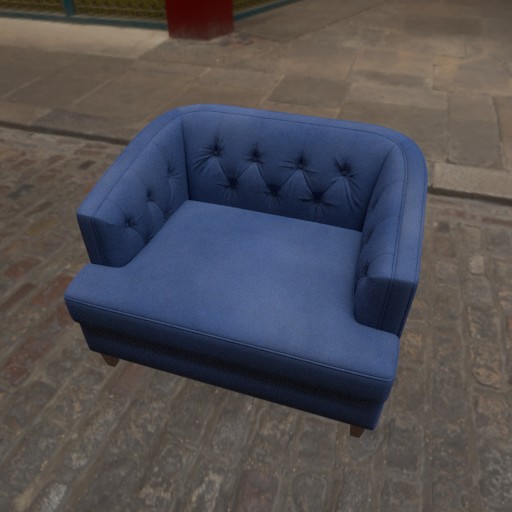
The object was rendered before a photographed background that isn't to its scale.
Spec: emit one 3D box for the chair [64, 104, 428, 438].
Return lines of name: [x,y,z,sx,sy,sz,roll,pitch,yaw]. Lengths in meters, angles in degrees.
chair: [0.000,0.000,1.715,1.118,0.787,0.914,12,42,13]
